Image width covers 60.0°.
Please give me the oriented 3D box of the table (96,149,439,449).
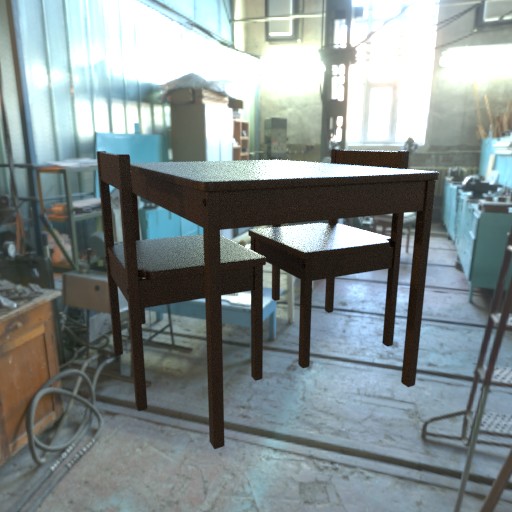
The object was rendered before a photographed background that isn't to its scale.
[{"bbox_3d":[0.000,0.000,1.091,0.672,0.503,0.650,-7,16,-25],"label":"table"}]
